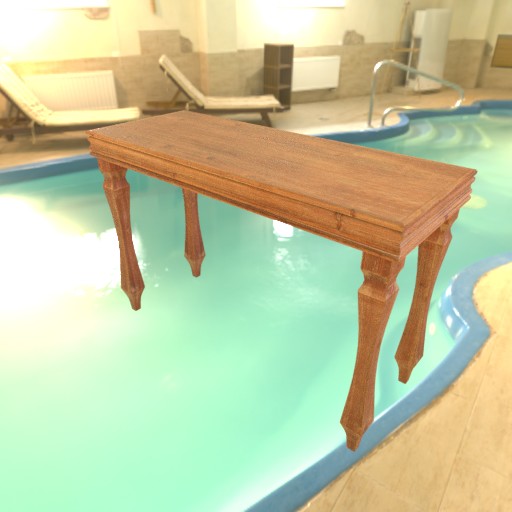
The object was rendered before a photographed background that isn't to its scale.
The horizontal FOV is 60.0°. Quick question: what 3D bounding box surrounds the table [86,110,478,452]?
[{"bbox_3d":[0.000,0.000,1.766,1.330,0.873,0.522,23,37,34],"label":"table"}]
